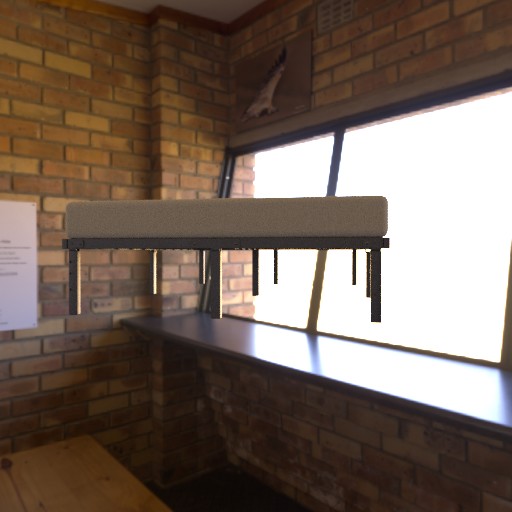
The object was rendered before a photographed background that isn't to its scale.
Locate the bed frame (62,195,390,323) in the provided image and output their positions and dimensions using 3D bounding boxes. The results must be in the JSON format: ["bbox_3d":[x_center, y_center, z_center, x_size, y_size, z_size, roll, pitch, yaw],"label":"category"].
[{"bbox_3d":[0.000,0.000,3.776,2.205,0.680,2.842,0,1,17],"label":"bed frame"}]
